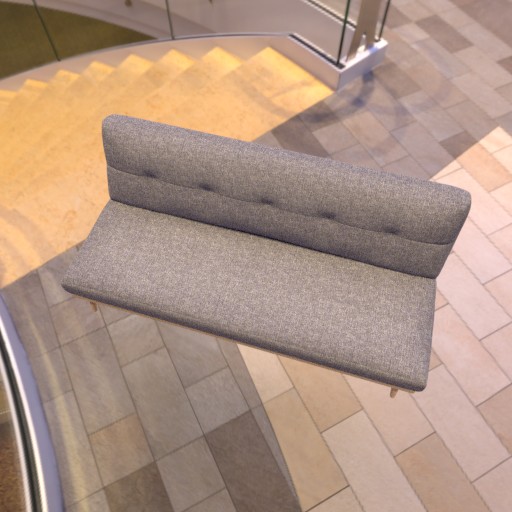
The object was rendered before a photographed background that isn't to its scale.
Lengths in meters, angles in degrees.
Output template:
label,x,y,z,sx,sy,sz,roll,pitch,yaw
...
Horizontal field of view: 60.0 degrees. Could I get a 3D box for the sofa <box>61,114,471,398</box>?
label,x,y,z,sx,sy,sz,roll,pitch,yaw
sofa,0.000,0.000,2.225,1.820,0.770,0.820,14,60,8
